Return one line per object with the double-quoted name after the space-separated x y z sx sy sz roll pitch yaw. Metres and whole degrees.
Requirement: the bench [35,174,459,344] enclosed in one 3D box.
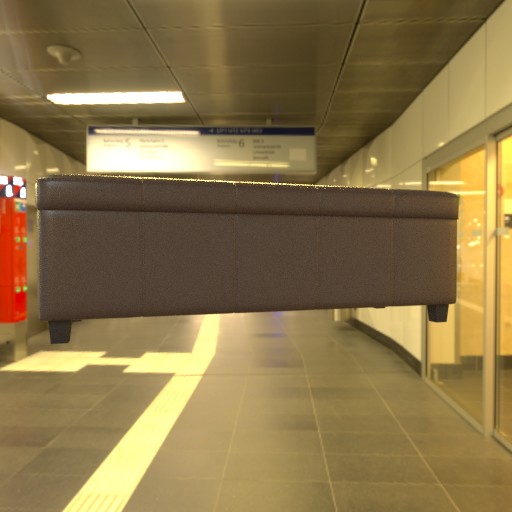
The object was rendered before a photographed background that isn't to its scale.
0.000 0.000 1.412 1.219 0.417 0.450 0 1 -17 "bench"
